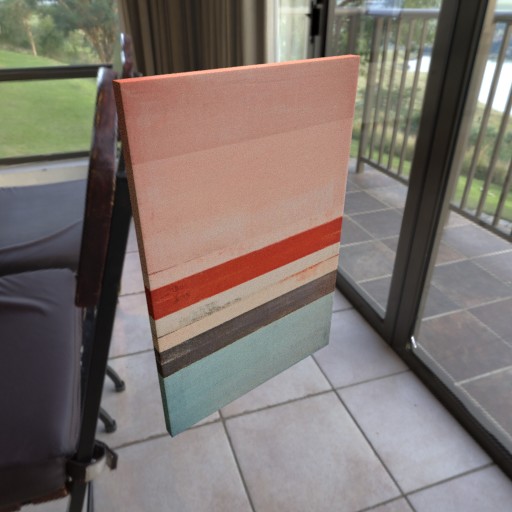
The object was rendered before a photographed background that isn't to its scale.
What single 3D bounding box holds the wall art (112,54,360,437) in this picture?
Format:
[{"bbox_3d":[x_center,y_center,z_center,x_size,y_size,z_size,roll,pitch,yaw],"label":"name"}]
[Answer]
[{"bbox_3d":[0.000,0.000,1.151,0.610,0.914,0.038,-22,37,-32],"label":"wall art"}]
